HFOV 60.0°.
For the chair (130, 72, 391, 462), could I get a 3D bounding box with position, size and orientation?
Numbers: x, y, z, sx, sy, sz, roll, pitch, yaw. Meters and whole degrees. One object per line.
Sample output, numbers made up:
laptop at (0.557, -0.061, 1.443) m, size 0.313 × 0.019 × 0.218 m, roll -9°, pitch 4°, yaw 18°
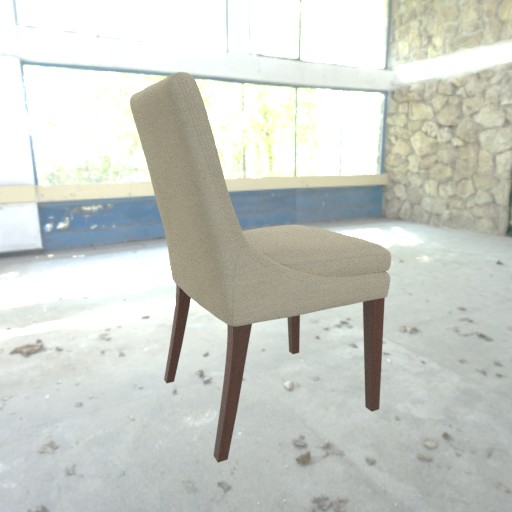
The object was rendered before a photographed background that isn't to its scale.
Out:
chair at (0.000, 0.000, 1.333) m, size 0.638 × 0.940 × 0.515 m, roll -7°, pitch 15°, yaw -27°
